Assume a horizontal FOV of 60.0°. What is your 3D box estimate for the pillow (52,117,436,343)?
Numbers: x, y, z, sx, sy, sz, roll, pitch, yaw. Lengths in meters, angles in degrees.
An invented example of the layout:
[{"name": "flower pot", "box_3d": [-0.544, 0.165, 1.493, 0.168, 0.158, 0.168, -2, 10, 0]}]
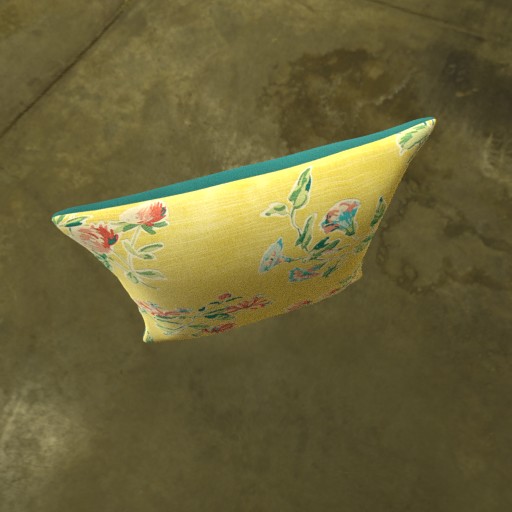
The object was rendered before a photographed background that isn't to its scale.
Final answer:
[{"name": "pillow", "box_3d": [0.000, 0.000, 0.797, 0.525, 0.508, 0.166, -16, 64, -8]}]
